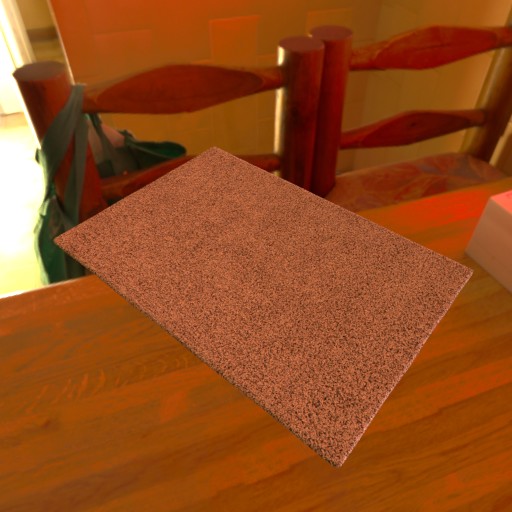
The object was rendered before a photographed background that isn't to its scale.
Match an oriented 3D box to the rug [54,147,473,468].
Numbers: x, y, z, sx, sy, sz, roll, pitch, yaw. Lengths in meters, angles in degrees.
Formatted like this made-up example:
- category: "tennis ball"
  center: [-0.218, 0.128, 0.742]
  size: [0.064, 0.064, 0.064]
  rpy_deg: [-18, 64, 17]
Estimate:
- category: "rug"
  center: [0.000, 0.000, 2.257]
  size: [1.778, 0.030, 1.219]
  rpy_deg: [31, 53, 27]
